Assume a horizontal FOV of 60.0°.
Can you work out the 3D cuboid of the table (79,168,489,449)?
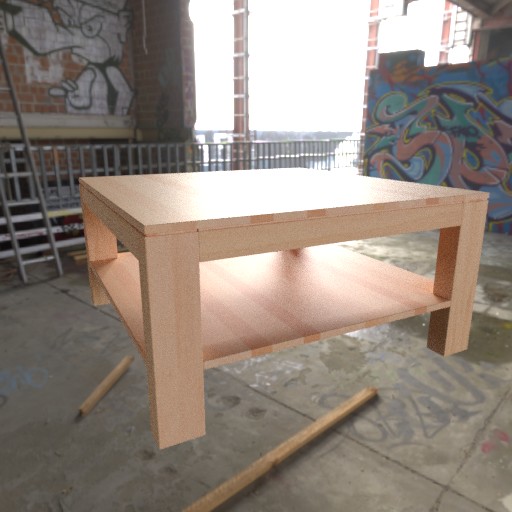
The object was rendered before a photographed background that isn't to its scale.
[{"bbox_3d":[0.000,0.000,1.395,0.900,0.450,0.900,-8,18,-27],"label":"table"}]
